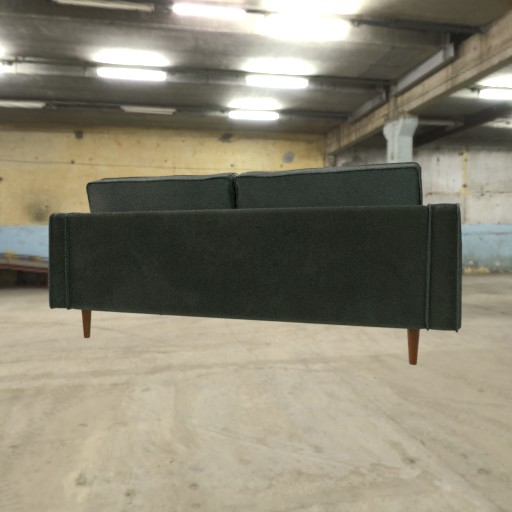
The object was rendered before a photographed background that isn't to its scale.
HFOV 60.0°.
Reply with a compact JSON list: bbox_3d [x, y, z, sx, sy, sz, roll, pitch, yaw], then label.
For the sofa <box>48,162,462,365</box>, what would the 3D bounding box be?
[{"bbox_3d":[0.000,0.000,2.228,1.816,0.781,0.886,1,2,18],"label":"sofa"}]
